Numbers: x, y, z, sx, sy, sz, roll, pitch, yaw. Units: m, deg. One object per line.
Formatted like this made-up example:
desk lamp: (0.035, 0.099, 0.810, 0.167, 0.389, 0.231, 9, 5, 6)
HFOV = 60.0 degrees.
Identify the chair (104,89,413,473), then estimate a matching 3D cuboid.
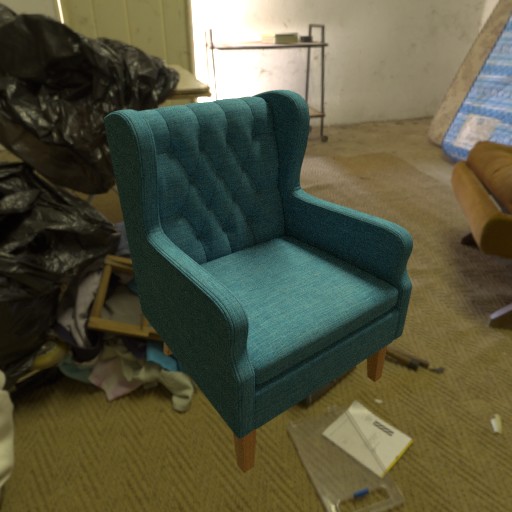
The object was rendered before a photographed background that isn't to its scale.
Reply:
chair: (0.000, 0.000, 1.499, 0.711, 0.952, 0.775, -21, 35, -32)
